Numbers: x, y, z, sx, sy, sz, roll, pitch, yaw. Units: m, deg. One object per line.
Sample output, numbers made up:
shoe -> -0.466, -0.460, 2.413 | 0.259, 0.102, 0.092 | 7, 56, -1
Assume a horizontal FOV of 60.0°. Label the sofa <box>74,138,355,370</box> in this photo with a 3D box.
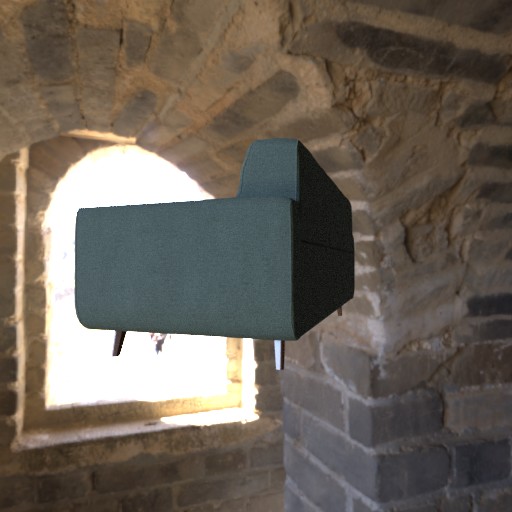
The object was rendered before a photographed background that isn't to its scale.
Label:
sofa -> 0.000, 0.000, 2.516 | 0.909, 0.841, 2.029 | 0, -1, 18
